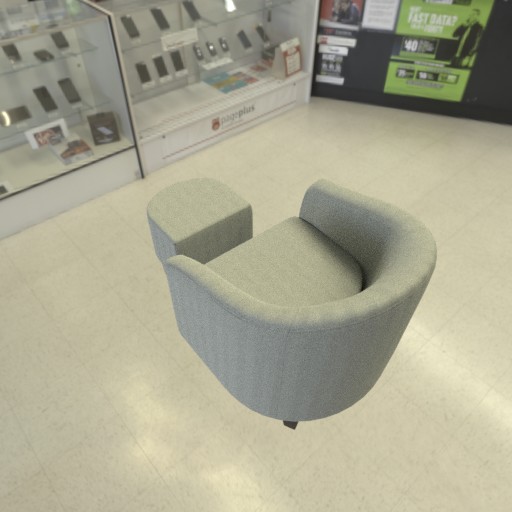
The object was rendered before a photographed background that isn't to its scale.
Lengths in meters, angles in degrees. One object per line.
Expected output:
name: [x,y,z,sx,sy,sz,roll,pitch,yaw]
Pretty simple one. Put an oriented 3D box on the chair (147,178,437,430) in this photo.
chair: [0.000,0.000,1.759,0.756,0.757,1.288,-30,53,-26]
